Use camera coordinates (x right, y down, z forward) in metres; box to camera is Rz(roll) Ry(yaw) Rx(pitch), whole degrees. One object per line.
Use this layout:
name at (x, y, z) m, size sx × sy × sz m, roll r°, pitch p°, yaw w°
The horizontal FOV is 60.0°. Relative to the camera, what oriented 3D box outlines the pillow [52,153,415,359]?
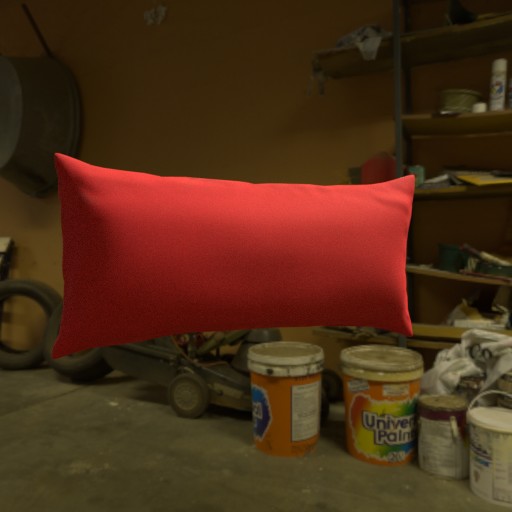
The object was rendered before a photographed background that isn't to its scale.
pillow at (0.000, 0.000, 0.722) m, size 0.608 × 0.297 × 0.151 m, roll 0°, pitch 0°, yaw -18°
